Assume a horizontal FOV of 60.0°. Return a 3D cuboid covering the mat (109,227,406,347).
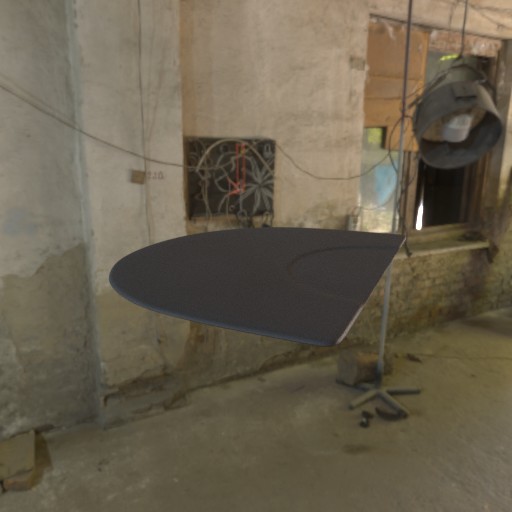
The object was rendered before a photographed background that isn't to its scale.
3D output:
[{"bbox_3d":[0.000,0.000,1.609,0.917,0.016,1.220,6,16,24],"label":"mat"}]
